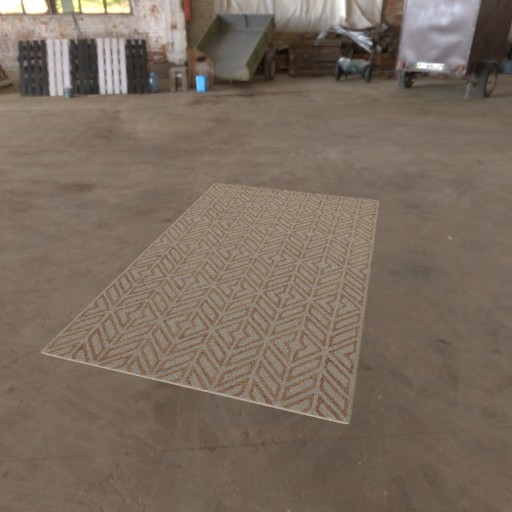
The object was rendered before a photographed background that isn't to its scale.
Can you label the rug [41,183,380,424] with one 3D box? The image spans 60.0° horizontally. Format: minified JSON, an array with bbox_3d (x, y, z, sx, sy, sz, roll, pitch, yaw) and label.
[{"bbox_3d":[0.000,0.000,3.022,1.523,0.008,2.438,8,31,14],"label":"rug"}]
